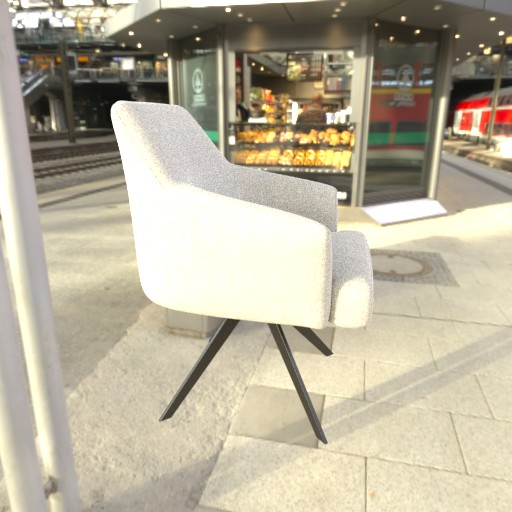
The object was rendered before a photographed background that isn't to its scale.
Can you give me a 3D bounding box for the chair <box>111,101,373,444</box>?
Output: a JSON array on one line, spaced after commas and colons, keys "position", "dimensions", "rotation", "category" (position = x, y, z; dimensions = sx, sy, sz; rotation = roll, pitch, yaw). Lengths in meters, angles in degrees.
[{"position": [0.000, 0.000, 1.332], "dimensions": [0.677, 0.874, 0.642], "rotation": [3, 17, 11], "category": "chair"}]
